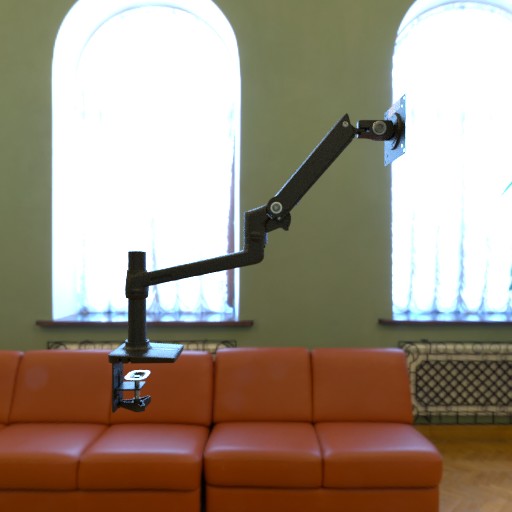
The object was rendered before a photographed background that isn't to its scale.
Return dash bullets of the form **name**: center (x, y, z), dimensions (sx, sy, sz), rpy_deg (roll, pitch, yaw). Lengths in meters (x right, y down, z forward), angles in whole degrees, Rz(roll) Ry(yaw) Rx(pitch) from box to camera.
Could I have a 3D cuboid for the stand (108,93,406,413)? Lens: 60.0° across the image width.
- **stand**: center (0.000, 0.000, 1.032), dimensions (0.650, 0.713, 0.152), rpy_deg (0, 0, -1)
